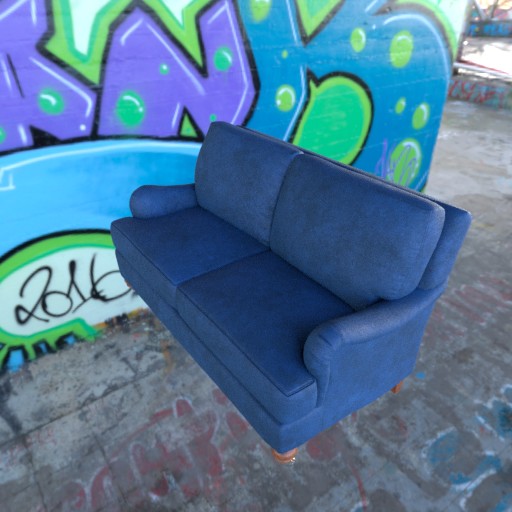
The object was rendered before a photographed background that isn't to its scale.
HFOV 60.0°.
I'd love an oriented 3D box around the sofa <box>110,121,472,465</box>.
[{"bbox_3d":[0.000,0.000,2.515,1.084,1.101,1.853,-21,37,-31],"label":"sofa"}]
